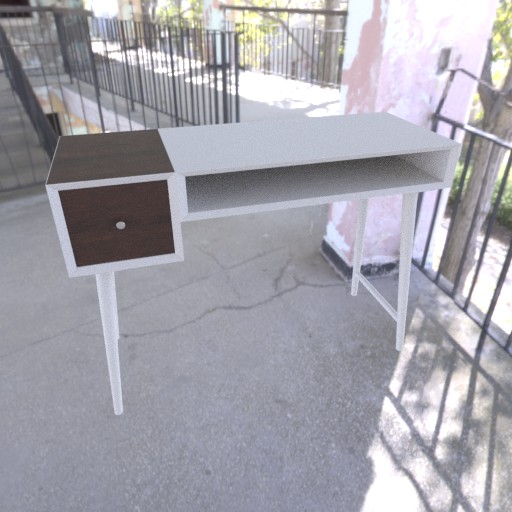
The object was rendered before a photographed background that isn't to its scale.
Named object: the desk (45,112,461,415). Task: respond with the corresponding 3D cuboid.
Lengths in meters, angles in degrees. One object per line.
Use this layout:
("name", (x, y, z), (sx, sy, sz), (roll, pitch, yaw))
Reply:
("desk", (0.000, 0.000, 1.446), (1.069, 0.761, 0.409), (-9, 32, -14))
